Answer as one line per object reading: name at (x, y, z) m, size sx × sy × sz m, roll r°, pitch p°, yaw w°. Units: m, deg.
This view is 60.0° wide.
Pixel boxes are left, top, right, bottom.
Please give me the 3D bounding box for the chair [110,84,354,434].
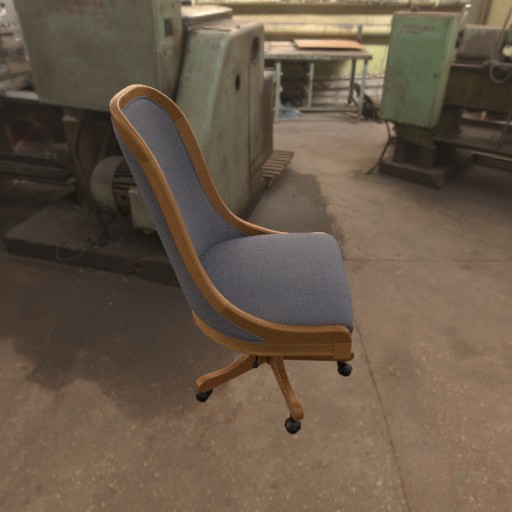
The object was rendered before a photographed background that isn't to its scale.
chair at (0.000, 0.000, 1.452) m, size 0.735 × 1.031 × 0.605 m, roll 1°, pitch 32°, yaw 2°
